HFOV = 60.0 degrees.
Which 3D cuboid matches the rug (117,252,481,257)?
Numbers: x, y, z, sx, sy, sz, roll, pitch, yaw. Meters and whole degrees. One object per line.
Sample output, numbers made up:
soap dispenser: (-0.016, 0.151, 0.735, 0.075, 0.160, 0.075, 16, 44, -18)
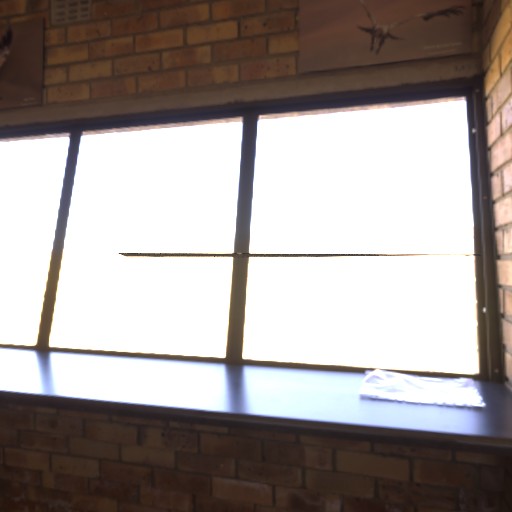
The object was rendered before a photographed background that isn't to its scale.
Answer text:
rug: (0.000, 0.000, 3.957, 2.277, 0.020, 2.867, 0, -1, -16)
